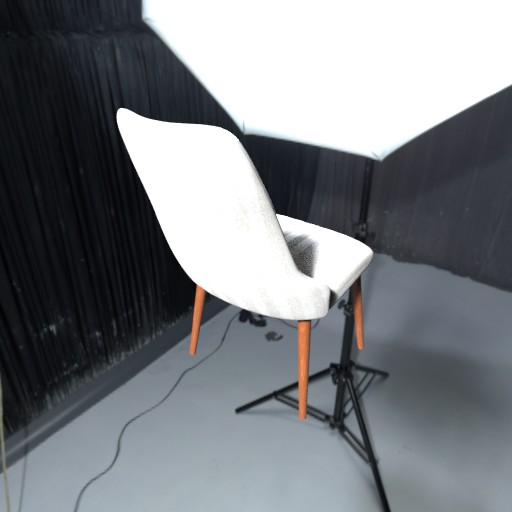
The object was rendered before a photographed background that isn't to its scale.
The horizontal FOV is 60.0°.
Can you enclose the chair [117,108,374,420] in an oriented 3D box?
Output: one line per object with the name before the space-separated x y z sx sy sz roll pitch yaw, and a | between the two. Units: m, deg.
chair | 0.000 0.000 1.323 0.526 0.917 0.684 21 36 32
